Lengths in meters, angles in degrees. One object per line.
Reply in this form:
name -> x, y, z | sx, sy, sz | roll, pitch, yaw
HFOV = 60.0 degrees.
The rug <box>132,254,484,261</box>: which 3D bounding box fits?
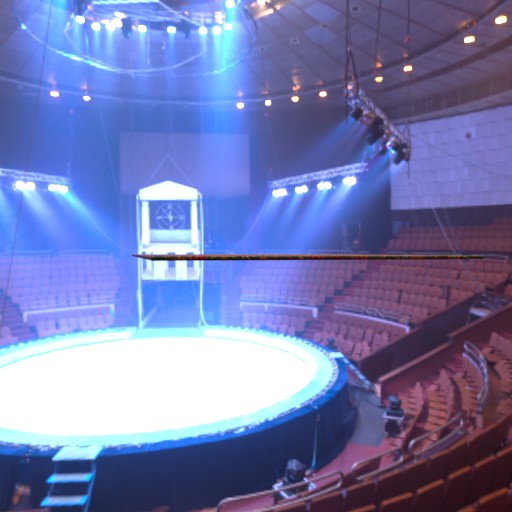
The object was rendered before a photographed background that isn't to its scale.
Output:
rug -> 0.000, 0.000, 2.347 | 1.216, 0.014, 1.836 | 0, 0, -17
